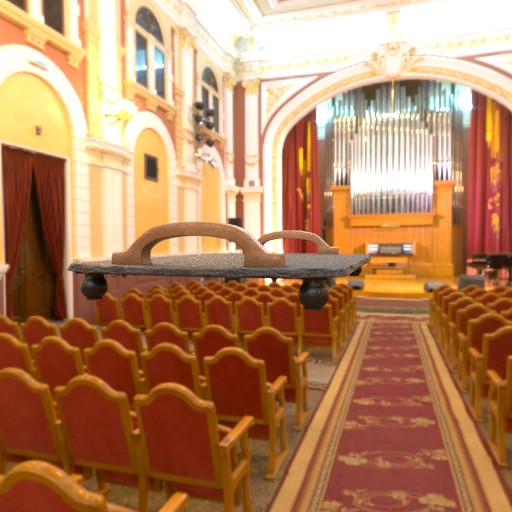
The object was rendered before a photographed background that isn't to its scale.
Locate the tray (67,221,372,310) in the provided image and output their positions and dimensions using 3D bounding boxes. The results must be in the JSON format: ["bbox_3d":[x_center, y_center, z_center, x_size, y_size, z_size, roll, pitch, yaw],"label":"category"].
[{"bbox_3d":[0.000,0.000,0.481,0.231,0.062,0.387,1,2,18],"label":"tray"}]
